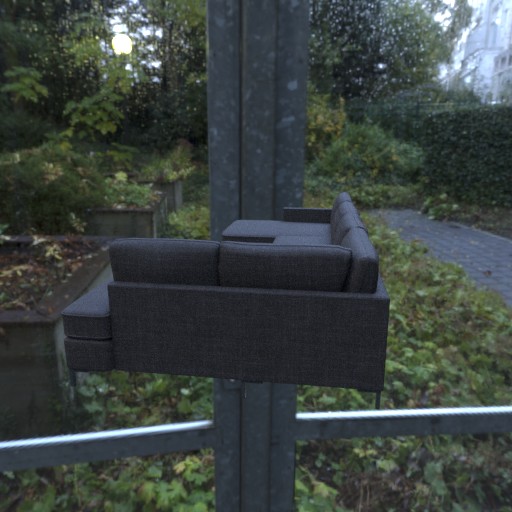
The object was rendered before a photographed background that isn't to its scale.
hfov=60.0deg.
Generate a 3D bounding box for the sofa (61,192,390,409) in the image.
[{"bbox_3d":[0.000,0.000,4.314,2.048,0.999,3.423,2,15,8],"label":"sofa"}]
